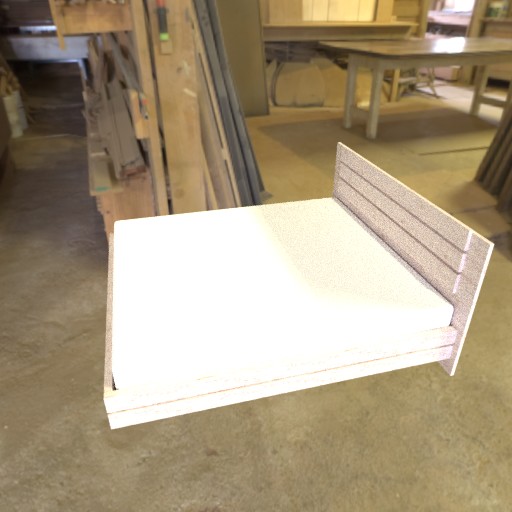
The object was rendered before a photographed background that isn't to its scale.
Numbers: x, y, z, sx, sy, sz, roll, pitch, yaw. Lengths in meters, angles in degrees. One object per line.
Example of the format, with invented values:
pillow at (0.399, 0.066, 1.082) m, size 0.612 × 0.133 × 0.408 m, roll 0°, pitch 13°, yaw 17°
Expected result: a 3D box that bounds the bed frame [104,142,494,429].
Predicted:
bed frame at (0.000, 0.000, 3.155) m, size 2.080 × 0.970 × 1.950 m, roll -8°, pitch 31°, yaw -13°
